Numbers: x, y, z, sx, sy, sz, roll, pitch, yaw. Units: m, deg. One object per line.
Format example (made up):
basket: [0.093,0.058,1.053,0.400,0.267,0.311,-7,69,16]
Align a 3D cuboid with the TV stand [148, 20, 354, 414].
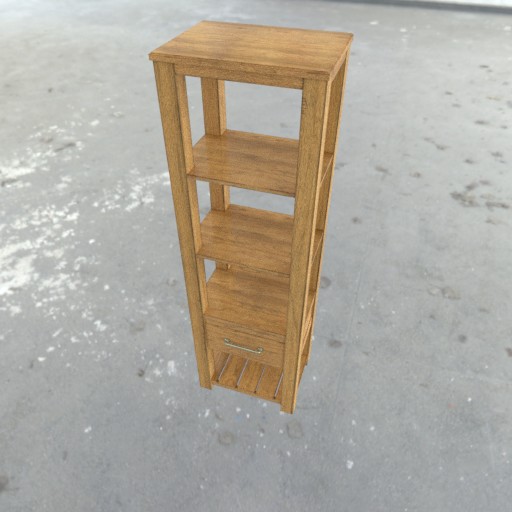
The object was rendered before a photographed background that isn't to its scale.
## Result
TV stand: [0.000,0.000,2.034,0.565,1.828,0.435,12,42,14]
